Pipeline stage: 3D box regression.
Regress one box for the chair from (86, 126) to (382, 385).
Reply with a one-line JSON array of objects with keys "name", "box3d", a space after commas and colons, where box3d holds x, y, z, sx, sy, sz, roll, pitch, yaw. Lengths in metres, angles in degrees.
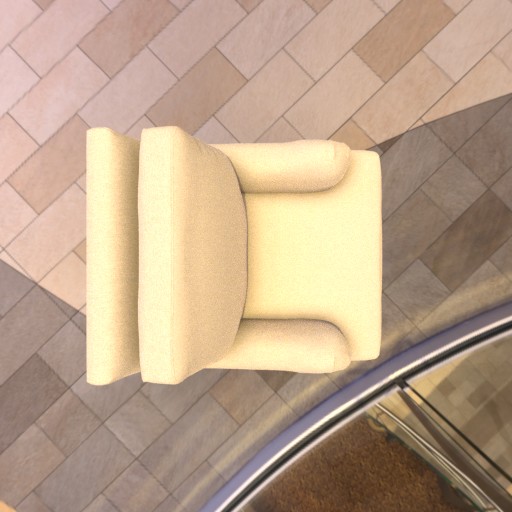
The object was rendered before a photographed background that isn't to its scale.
[{"name": "chair", "box3d": [0.000, 0.000, 1.852, 1.078, 1.076, 0.895, 0, 90, 1]}]
